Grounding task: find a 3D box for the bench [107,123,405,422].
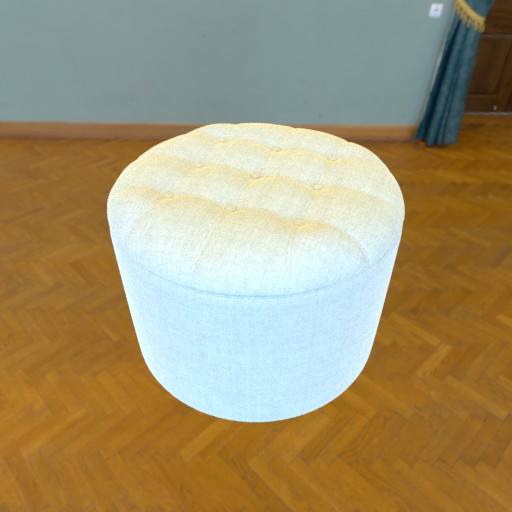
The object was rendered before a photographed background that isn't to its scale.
[{"bbox_3d":[0.000,0.000,1.025,0.600,0.453,0.600,0,39,0],"label":"bench"}]
